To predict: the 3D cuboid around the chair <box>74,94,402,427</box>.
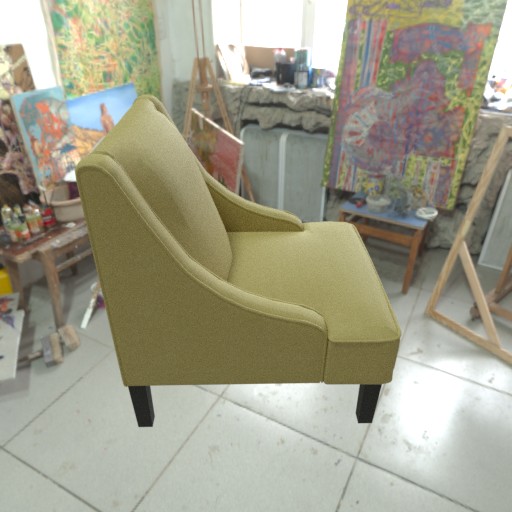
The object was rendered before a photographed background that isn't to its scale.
[{"bbox_3d":[0.000,0.000,1.471,0.814,0.896,0.696,-1,32,-1],"label":"chair"}]
